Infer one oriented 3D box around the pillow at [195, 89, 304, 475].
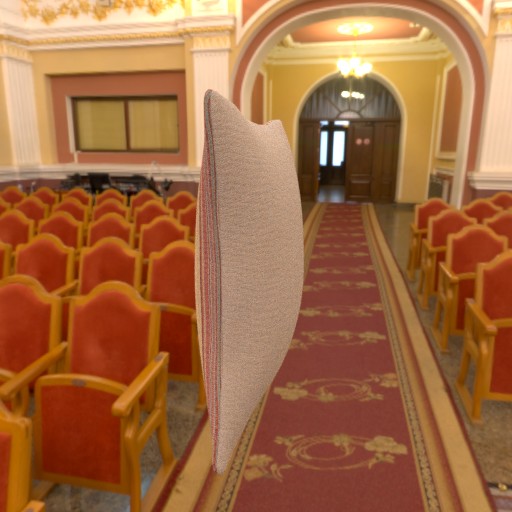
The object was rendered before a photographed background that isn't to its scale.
[{"bbox_3d":[0.000,0.000,0.660,0.136,0.419,0.437,3,14,11],"label":"pillow"}]
